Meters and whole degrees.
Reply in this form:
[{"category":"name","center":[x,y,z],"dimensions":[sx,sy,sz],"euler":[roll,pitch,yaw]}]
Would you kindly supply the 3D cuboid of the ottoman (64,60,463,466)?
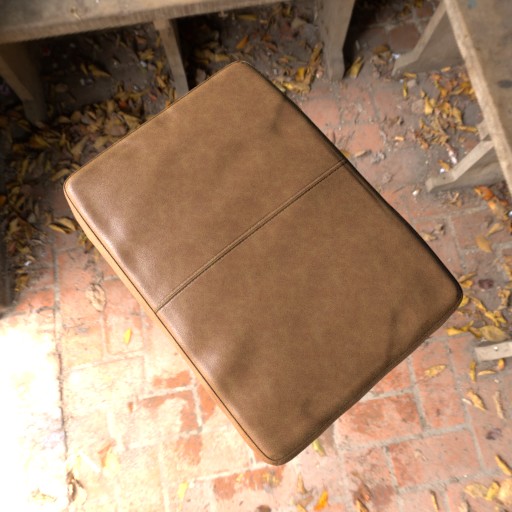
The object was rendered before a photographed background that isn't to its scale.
[{"category":"ottoman","center":[0.000,0.000,1.216],"dimensions":[0.630,0.461,0.869],"euler":[-38,79,-9]}]
